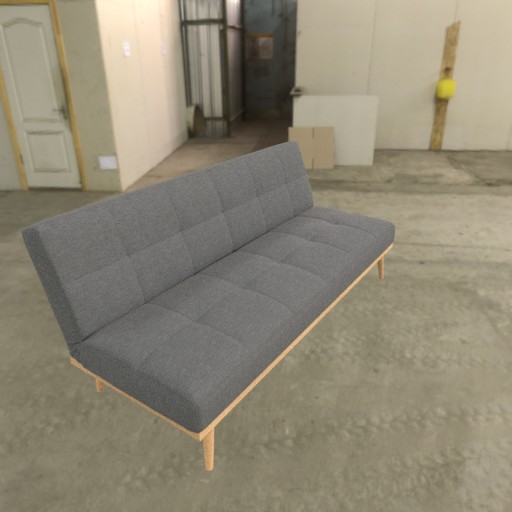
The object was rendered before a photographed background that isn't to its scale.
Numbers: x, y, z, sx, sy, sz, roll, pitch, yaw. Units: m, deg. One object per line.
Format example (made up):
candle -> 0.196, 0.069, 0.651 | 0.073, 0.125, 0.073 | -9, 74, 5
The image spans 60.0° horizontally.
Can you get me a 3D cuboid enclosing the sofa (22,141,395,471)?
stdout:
sofa -> 0.000, 0.000, 2.171 | 0.820, 0.770, 1.820 | 17, 30, 31
